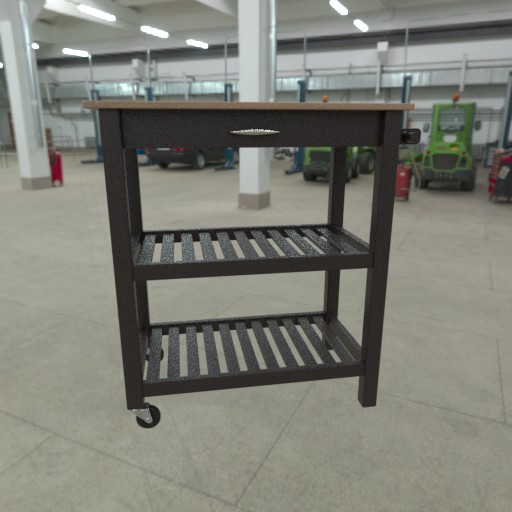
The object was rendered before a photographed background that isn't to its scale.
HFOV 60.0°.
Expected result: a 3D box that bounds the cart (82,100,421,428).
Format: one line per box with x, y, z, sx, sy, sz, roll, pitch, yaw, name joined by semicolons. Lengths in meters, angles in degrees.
0.000;0.000;1.444;0.899;0.927;0.457;-3;17;-9;cart
